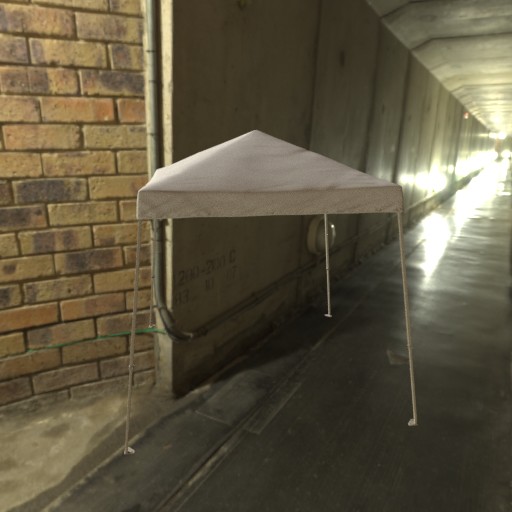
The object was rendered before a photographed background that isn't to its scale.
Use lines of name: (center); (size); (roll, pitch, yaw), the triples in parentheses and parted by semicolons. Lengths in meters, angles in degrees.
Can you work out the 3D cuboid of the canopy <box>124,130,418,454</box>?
canopy: (0.000, 0.000, 6.584); (3.600, 3.600, 3.599); (-2, 16, -8)
